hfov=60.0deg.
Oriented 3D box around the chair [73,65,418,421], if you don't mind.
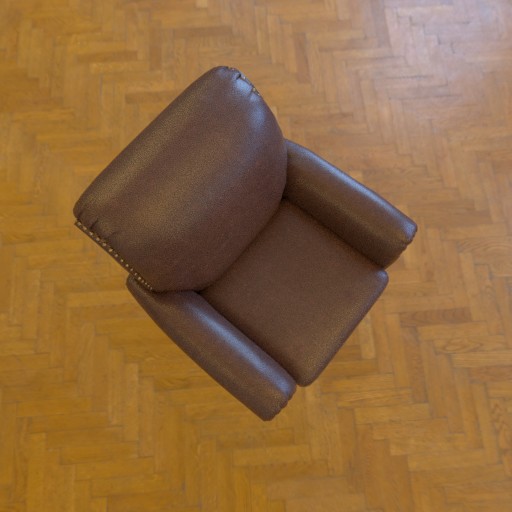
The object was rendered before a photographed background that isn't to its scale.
[{"bbox_3d":[0.000,0.000,1.642,0.890,0.927,0.854,38,77,10],"label":"chair"}]
